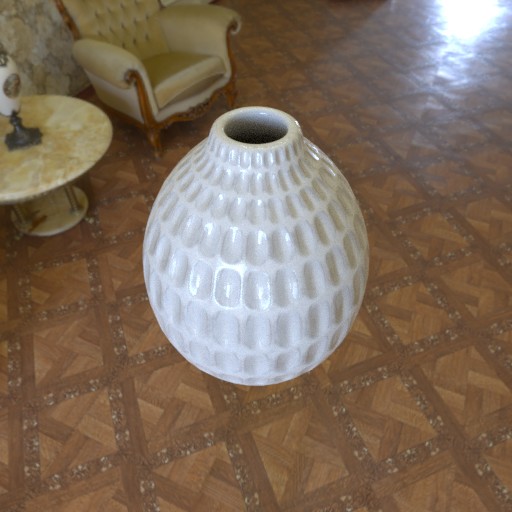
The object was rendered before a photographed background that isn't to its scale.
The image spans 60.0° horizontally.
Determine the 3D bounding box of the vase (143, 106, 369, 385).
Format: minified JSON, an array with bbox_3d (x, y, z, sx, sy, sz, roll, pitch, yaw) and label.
[{"bbox_3d":[0.000,0.000,0.256,0.128,0.167,0.128,0,46,0],"label":"vase"}]
